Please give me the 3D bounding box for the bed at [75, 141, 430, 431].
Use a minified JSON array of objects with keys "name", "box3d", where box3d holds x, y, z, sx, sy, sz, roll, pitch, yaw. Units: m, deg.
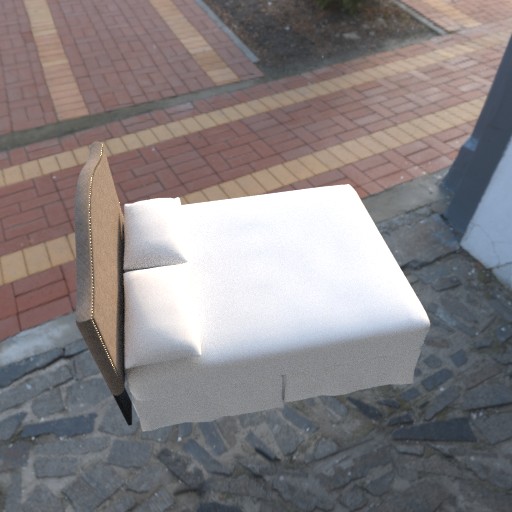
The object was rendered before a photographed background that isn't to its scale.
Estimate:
[{"name":"bed","box3d":[0.000,0.000,3.241,2.153,1.518,1.713,-9,47,-8]}]
